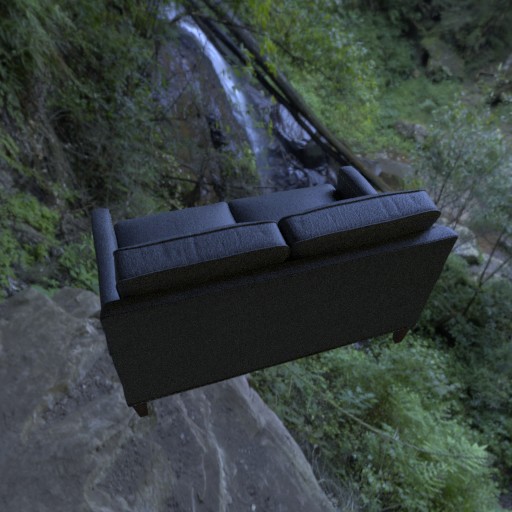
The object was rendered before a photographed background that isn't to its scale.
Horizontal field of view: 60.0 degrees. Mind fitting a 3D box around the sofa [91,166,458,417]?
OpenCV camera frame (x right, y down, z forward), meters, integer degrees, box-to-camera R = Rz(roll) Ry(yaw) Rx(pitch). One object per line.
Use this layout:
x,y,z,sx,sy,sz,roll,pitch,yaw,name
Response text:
0.000,0.000,2.335,1.597,1.003,1.084,-12,43,-14,sofa
